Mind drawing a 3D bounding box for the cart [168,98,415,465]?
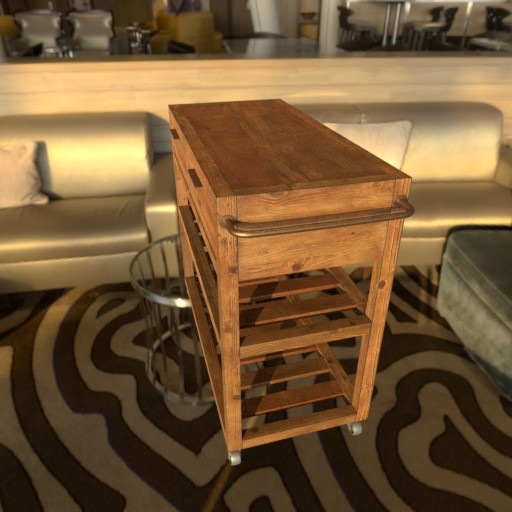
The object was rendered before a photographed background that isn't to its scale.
[{"bbox_3d":[0.000,0.000,1.491,0.445,0.830,1.065,-8,31,-13],"label":"cart"}]
